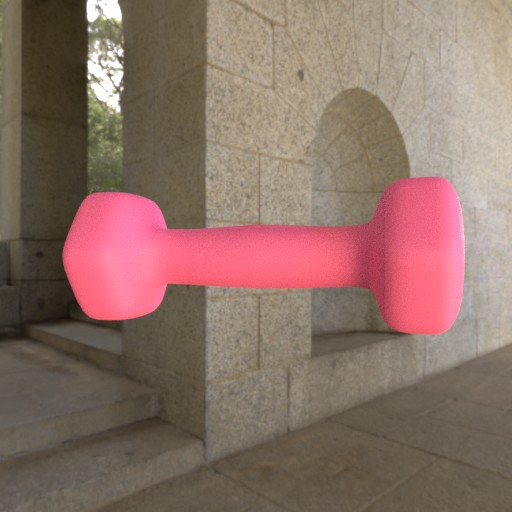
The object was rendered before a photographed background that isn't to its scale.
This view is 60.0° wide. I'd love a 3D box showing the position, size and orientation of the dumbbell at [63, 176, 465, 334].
[{"bbox_3d":[0.000,0.000,0.172,0.146,0.053,0.058,0,0,17],"label":"dumbbell"}]
